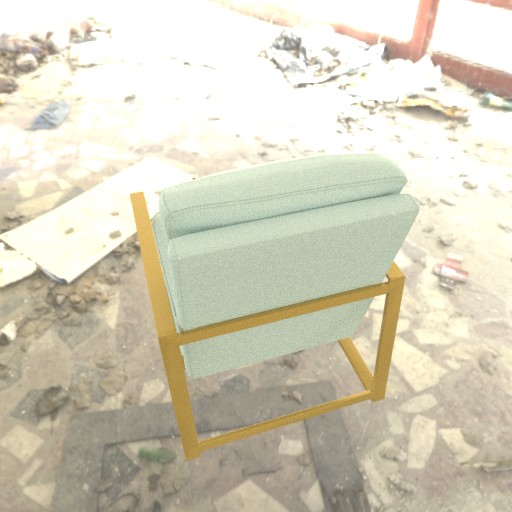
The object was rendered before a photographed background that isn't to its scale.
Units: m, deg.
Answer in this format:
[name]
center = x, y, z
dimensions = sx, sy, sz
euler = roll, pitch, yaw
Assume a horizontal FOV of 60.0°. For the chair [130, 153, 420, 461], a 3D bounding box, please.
[chair]
center = 0.000, 0.000, 1.552
dimensions = 0.758, 0.956, 0.813
euler = -12, 43, -13
